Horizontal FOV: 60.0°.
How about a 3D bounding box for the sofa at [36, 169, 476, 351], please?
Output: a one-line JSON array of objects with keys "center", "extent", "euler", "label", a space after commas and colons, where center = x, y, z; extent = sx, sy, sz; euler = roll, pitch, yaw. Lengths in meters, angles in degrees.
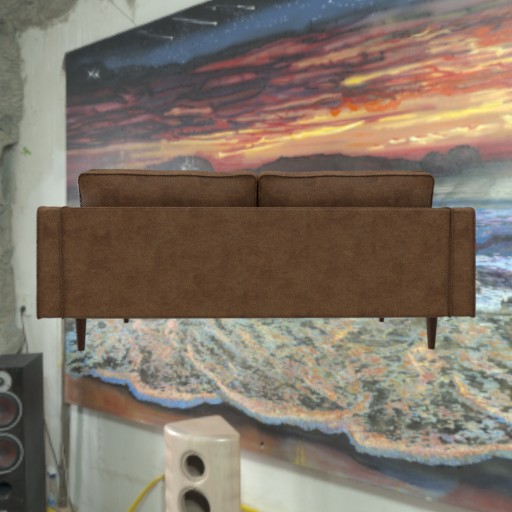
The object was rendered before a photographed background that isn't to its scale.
[{"center": [0.000, 0.000, 2.341], "extent": [1.920, 0.825, 0.924], "euler": [0, 1, -1], "label": "sofa"}]
